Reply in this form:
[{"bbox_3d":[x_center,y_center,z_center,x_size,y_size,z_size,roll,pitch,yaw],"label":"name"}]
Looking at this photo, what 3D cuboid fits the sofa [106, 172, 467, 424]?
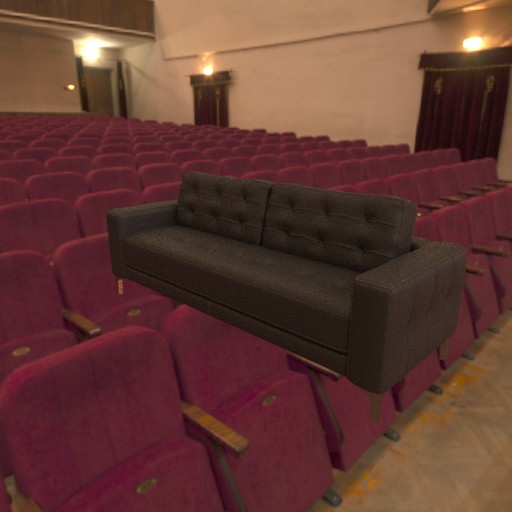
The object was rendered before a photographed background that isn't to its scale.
[{"bbox_3d":[0.000,0.000,2.783,2.275,0.893,0.833,16,23,42],"label":"sofa"}]
